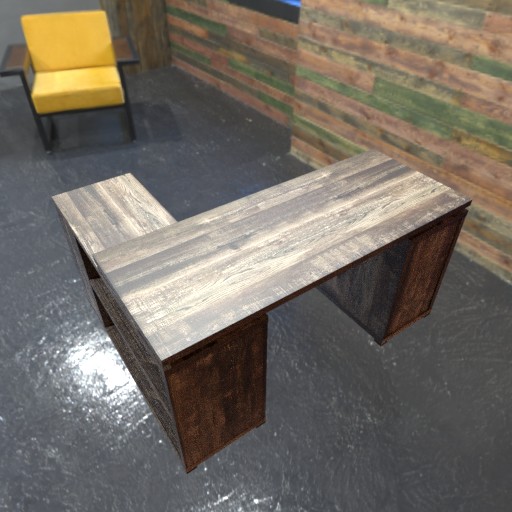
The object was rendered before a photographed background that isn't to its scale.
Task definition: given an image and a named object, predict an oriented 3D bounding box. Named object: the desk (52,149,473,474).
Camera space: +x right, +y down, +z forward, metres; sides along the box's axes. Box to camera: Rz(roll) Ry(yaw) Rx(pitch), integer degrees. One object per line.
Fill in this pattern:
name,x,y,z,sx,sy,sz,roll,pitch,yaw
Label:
desk,0.000,0.000,2.265,1.524,0.753,1.200,-24,46,-26
